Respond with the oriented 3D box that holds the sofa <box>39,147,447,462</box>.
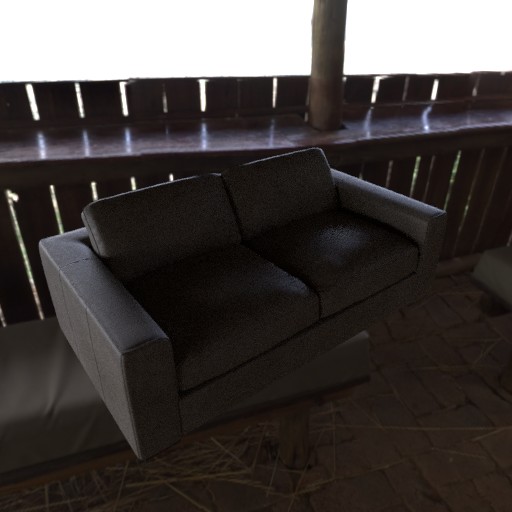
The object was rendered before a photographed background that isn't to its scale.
[{"bbox_3d":[0.000,0.000,2.394,1.920,0.800,1.070,-21,36,-31],"label":"sofa"}]
